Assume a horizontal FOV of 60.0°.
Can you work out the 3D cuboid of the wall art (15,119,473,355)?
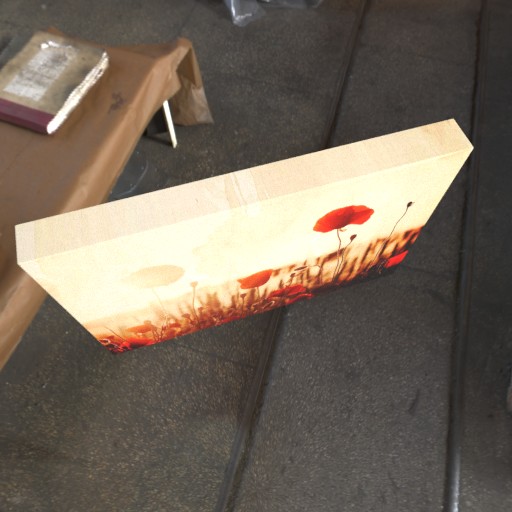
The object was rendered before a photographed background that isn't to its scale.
[{"bbox_3d":[0.000,0.000,0.475,0.383,0.251,0.037,-15,63,-8],"label":"wall art"}]
